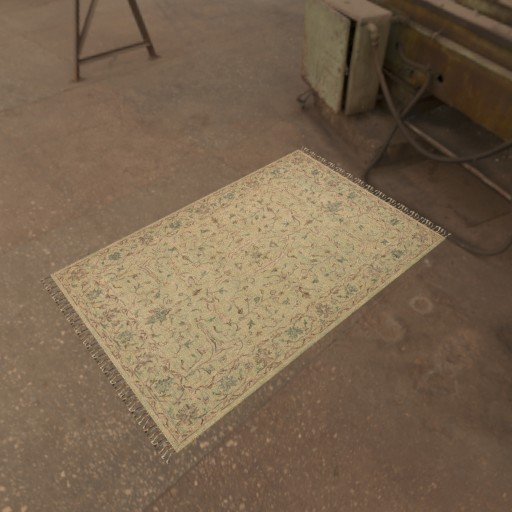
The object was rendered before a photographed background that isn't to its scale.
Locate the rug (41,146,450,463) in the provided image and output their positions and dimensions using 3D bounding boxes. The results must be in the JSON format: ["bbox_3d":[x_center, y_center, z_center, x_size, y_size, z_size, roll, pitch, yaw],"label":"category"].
[{"bbox_3d":[0.000,0.000,3.057,2.435,0.010,1.544,-32,54,-27],"label":"rug"}]
